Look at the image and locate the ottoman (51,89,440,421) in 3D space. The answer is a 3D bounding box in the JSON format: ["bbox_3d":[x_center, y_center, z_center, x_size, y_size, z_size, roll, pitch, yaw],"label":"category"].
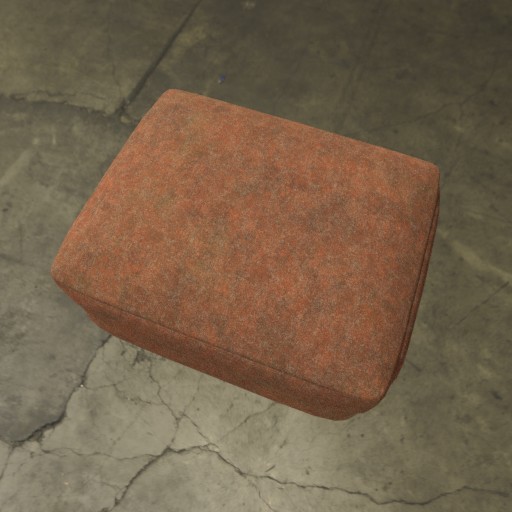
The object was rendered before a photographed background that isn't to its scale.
[{"bbox_3d":[0.000,0.000,1.158,0.787,0.508,0.635,19,65,9],"label":"ottoman"}]
